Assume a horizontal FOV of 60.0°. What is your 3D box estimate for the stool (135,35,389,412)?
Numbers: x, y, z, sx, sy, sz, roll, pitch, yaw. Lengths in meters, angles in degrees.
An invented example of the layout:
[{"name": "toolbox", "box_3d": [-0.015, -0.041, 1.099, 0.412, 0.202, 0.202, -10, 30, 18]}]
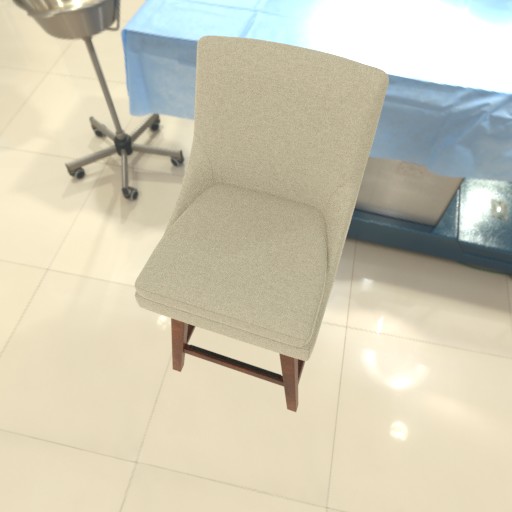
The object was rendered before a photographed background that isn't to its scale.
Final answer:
[{"name": "stool", "box_3d": [0.000, 0.000, 1.286, 0.469, 0.991, 0.559, 16, 58, 10]}]
